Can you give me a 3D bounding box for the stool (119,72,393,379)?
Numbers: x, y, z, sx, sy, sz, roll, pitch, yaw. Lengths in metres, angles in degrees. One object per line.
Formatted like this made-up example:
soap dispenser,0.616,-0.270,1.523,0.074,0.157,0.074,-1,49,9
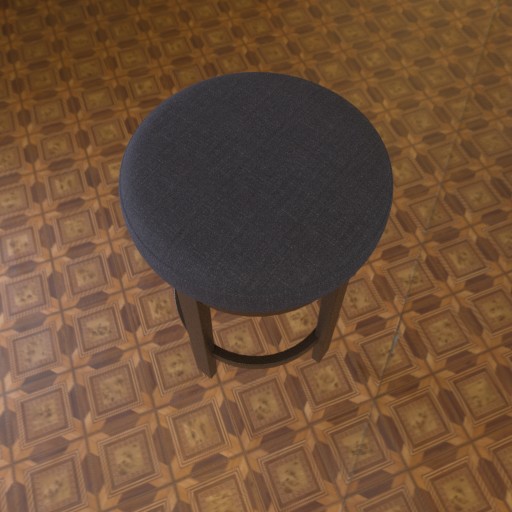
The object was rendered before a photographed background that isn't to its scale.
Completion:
stool,0.000,0.000,0.949,0.449,0.655,0.449,0,63,0
